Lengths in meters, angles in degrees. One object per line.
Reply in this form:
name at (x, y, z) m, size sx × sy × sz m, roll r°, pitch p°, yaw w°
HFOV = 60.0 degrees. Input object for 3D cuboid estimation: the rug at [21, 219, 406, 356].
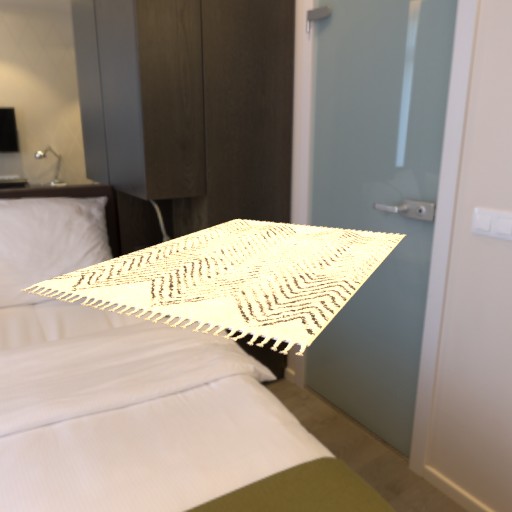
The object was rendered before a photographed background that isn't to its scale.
rug at (0.000, 0.000, 2.314) m, size 1.230 × 0.014 × 1.847 m, roll 8°, pitch 17°, yaw 26°
